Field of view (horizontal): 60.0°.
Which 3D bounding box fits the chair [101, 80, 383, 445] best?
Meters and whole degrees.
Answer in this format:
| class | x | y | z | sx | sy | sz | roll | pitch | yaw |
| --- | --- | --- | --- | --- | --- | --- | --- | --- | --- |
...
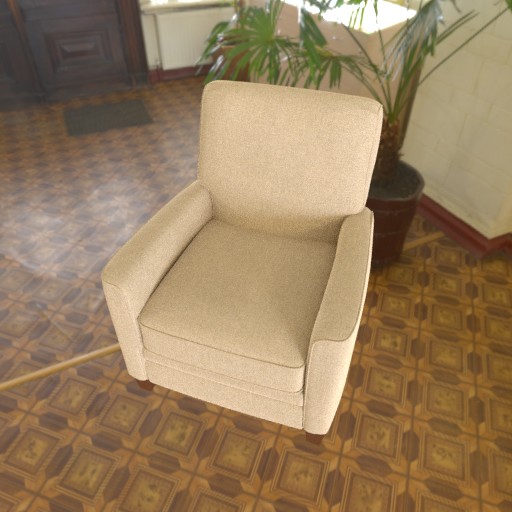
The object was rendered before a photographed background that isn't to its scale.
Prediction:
| class | x | y | z | sx | sy | sz | roll | pitch | yaw |
| --- | --- | --- | --- | --- | --- | --- | --- | --- | --- |
| chair | 0.000 | 0.000 | 1.672 | 0.845 | 1.023 | 0.859 | 12 | 42 | 14 |
